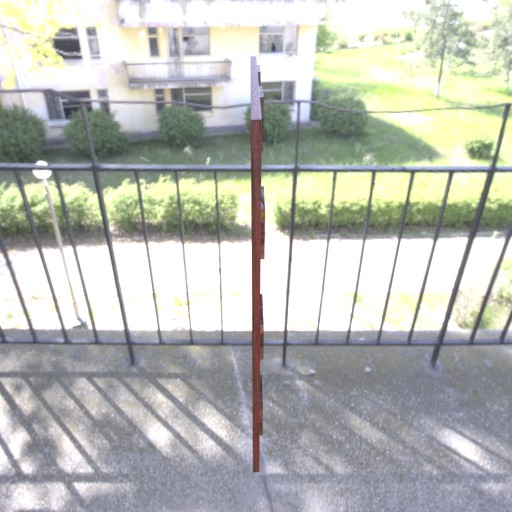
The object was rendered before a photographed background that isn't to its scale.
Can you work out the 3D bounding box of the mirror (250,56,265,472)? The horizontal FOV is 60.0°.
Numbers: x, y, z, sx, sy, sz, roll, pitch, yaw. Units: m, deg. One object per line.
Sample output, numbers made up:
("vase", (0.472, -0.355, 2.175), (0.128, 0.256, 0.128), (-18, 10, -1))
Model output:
("mirror", (0.000, 0.000, 1.067), (0.021, 0.805, 0.600), (0, 32, -1))
